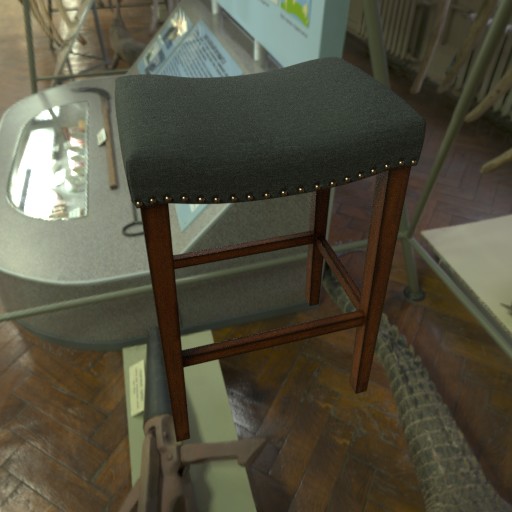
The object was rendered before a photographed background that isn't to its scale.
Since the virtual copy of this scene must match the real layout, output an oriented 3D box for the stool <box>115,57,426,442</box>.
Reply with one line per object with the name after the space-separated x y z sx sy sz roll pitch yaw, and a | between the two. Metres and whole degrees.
0.000 0.000 1.007 0.502 0.760 0.366 -11 41 -12 | stool
